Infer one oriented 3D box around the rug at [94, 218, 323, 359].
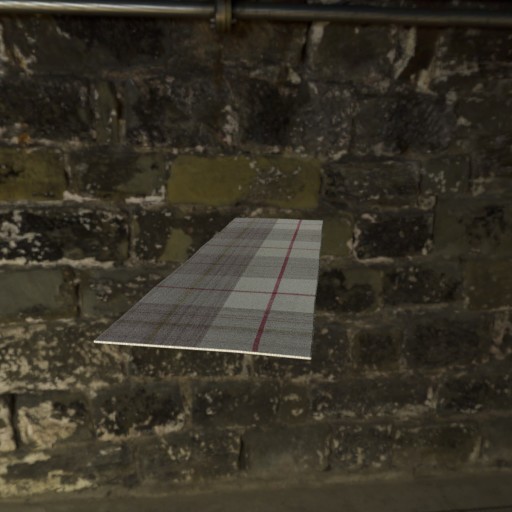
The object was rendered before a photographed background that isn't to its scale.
[{"bbox_3d":[0.000,0.000,2.663,0.762,0.013,2.439,2,15,9],"label":"rug"}]
